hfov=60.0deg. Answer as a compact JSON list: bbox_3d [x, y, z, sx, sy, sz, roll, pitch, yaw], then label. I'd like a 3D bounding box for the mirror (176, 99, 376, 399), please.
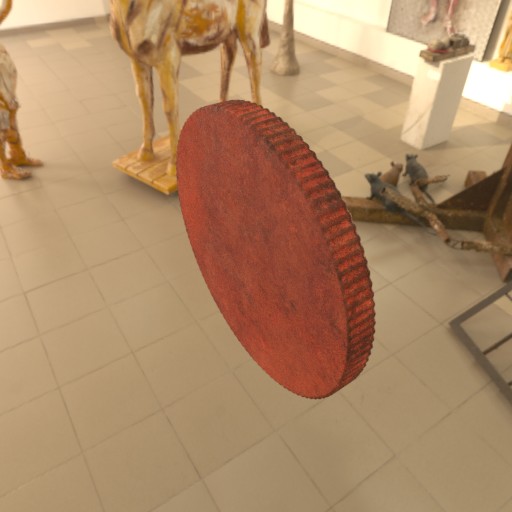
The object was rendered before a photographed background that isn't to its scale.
[{"bbox_3d":[0.000,0.000,0.908,0.056,0.609,0.609,-24,47,-25],"label":"mirror"}]
